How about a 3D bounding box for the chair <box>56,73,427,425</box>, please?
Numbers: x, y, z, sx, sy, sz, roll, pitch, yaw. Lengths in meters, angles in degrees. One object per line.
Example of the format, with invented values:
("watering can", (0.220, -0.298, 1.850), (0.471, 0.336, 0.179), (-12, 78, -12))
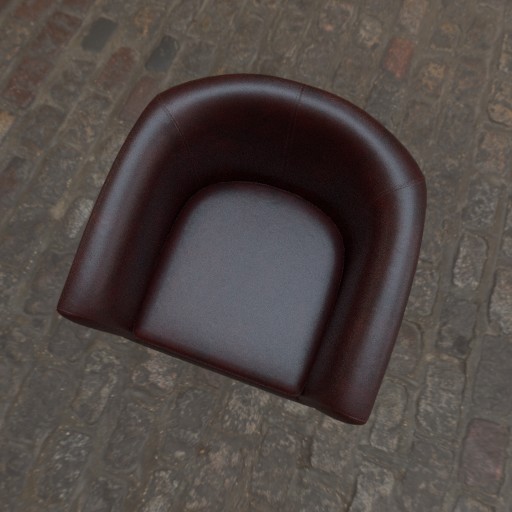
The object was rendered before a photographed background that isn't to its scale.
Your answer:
("chair", (0.000, 0.000, 1.341), (0.792, 0.756, 0.727), (19, 76, 5))
